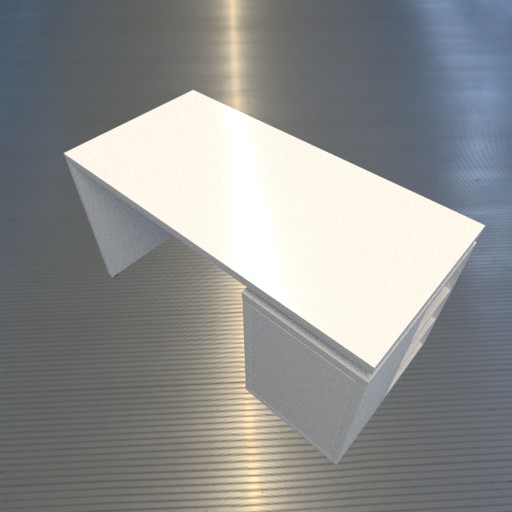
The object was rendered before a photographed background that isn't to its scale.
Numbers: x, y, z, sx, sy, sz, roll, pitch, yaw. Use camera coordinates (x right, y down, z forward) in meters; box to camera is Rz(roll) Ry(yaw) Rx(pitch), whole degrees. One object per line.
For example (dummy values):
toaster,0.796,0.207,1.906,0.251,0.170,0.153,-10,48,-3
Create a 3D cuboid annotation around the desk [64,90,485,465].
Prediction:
desk,0.000,0.000,1.866,1.400,0.740,0.690,33,55,27
